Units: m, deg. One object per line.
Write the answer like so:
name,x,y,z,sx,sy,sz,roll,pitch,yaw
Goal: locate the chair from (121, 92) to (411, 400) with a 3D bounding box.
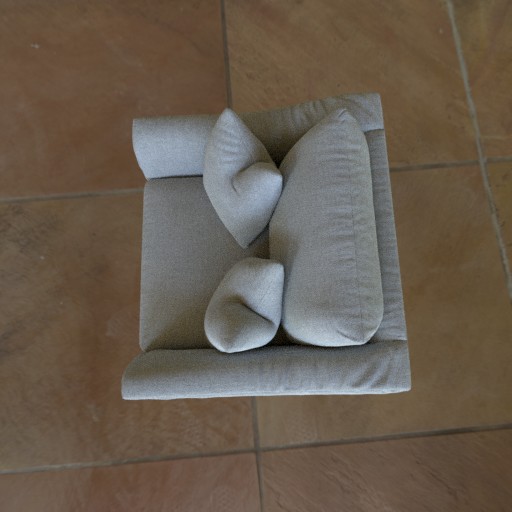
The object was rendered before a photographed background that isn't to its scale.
chair,0.000,0.000,2.006,1.071,1.059,1.194,-2,76,0
